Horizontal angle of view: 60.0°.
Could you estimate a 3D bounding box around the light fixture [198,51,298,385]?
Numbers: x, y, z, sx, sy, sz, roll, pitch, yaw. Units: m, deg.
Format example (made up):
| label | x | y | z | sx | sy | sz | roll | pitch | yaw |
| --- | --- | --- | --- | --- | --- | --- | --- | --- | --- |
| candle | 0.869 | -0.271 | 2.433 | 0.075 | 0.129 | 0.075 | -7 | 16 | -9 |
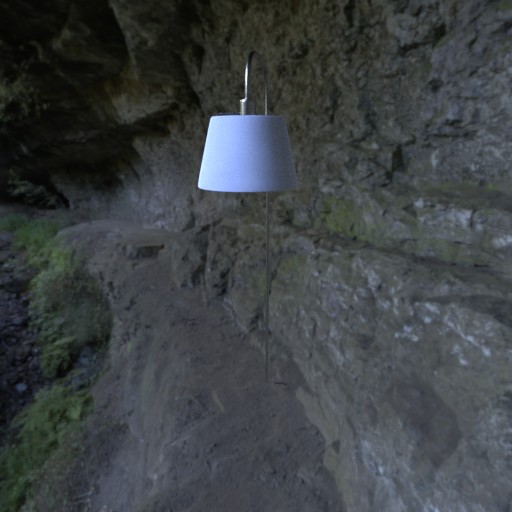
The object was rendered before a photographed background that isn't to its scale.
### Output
| label | x | y | z | sx | sy | sz | roll | pitch | yaw |
| --- | --- | --- | --- | --- | --- | --- | --- | --- | --- |
| light fixture | 0.000 | 0.000 | 0.470 | 0.092 | 0.399 | 0.176 | 3 | 15 | 10 |
